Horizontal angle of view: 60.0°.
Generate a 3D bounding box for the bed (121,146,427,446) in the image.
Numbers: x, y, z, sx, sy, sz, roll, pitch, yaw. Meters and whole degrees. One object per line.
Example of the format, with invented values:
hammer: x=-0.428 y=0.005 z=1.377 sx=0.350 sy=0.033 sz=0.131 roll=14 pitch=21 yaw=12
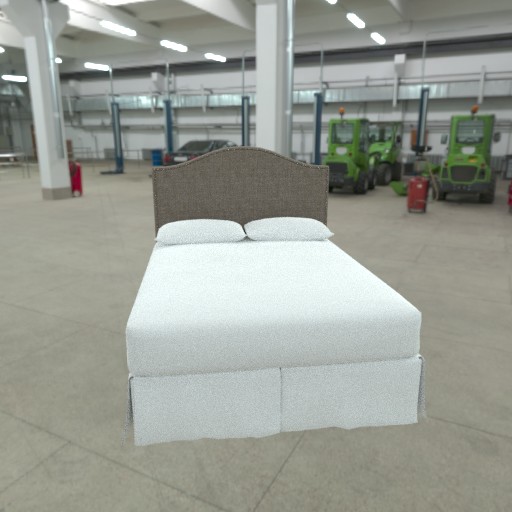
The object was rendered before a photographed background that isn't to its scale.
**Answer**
bed: x=0.000 y=0.000 z=3.246 sx=1.713 sy=1.518 sz=2.153 roll=-2 pitch=15 yaw=-7
